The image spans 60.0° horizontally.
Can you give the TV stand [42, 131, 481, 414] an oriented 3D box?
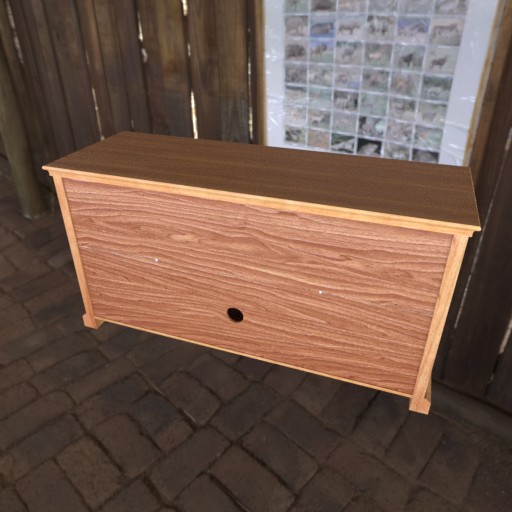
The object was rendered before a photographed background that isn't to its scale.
[{"bbox_3d":[0.000,0.000,1.443,1.181,0.607,0.417,10,32,17],"label":"TV stand"}]
